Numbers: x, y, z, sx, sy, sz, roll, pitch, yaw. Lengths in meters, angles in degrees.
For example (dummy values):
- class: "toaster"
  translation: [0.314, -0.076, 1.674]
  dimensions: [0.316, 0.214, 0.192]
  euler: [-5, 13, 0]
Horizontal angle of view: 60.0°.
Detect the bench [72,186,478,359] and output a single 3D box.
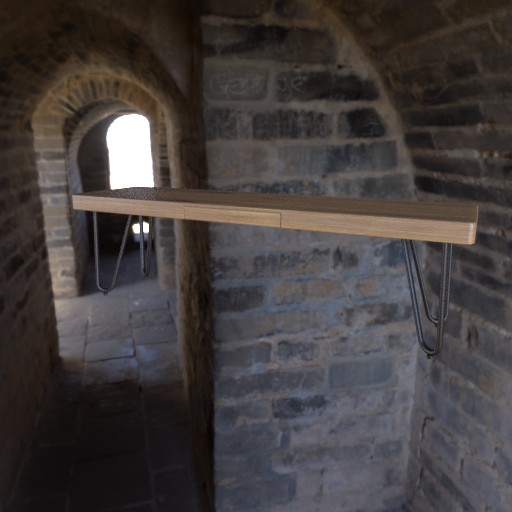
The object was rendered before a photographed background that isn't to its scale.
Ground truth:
- class: "bench"
  translation: [0.000, 0.000, 1.800]
  dimensions: [1.570, 0.462, 0.425]
  euler: [7, 16, 25]
